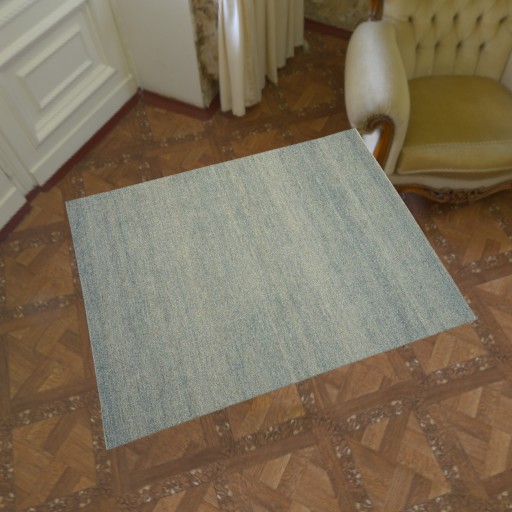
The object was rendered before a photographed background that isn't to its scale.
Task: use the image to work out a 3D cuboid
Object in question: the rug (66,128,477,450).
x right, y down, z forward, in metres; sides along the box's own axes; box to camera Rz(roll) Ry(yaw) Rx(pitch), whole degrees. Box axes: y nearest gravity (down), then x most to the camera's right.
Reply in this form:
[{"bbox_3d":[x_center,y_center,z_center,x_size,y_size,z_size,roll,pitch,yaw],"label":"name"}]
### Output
[{"bbox_3d":[0.000,0.000,4.159,3.237,0.046,2.461,-16,61,-9],"label":"rug"}]
